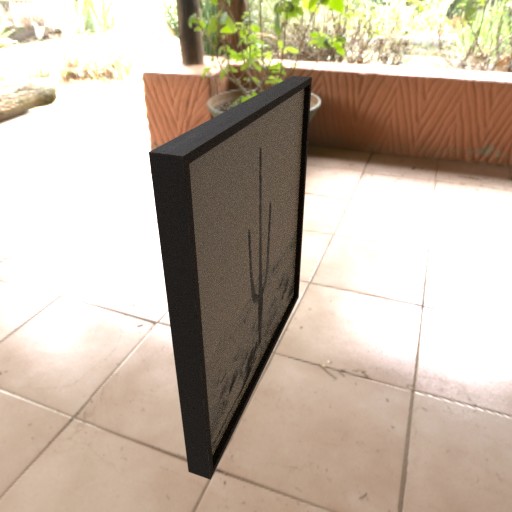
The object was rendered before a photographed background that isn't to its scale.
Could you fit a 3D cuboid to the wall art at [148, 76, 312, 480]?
[{"bbox_3d":[0.000,0.000,0.762,0.038,0.508,0.508,11,32,17],"label":"wall art"}]
